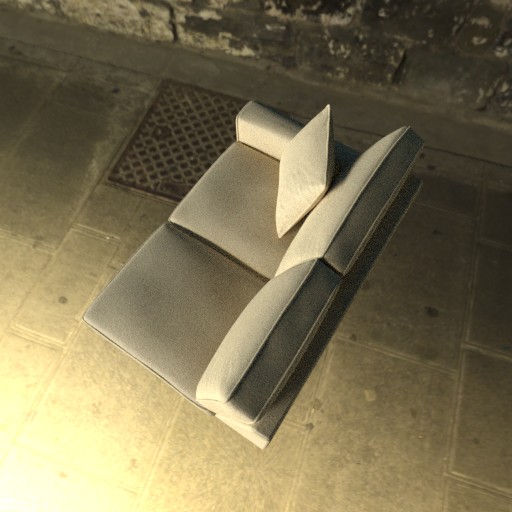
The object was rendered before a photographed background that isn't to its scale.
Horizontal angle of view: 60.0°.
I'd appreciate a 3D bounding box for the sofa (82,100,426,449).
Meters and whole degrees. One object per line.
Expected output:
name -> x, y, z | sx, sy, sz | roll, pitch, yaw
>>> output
sofa -> 0.000, 0.000, 2.080 | 0.991, 0.989, 1.388 | 30, 68, 14
